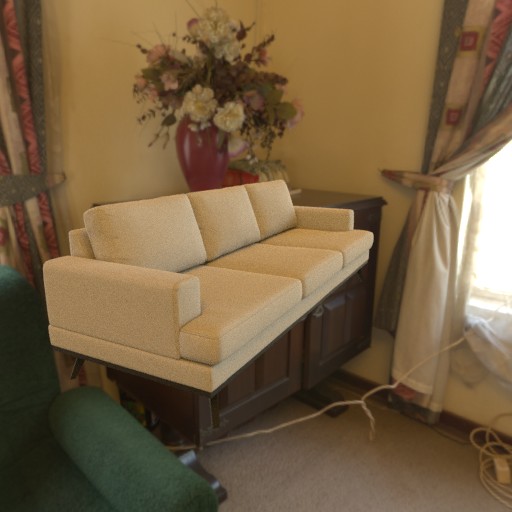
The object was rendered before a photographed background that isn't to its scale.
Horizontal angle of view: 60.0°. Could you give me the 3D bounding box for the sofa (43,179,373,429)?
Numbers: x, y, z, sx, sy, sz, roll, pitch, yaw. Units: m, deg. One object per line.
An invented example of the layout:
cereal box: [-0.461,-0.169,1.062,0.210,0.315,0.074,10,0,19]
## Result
sofa: [0.000,0.000,2.751,0.920,0.810,2.310,7,15,27]
